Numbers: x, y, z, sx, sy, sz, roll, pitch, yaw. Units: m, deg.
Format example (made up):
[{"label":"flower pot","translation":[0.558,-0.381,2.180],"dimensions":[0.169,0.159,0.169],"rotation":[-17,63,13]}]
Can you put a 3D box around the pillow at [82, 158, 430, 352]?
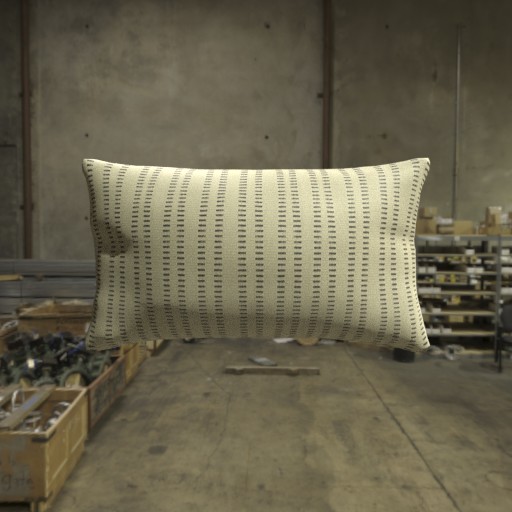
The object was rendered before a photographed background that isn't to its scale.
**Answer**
[{"label":"pillow","translation":[0.000,0.000,0.803],"dimensions":[0.640,0.353,0.210],"rotation":[0,2,1]}]
